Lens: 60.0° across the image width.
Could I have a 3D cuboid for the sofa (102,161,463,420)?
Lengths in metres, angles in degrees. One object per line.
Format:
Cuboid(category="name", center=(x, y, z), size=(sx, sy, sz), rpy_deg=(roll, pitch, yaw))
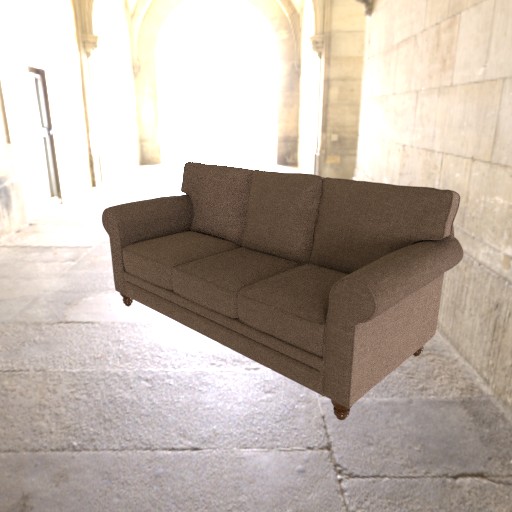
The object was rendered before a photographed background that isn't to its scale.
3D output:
Cuboid(category="sofa", center=(0.000, 0.000, 2.660), size=(2.084, 0.961, 0.916), rpy_deg=(16, 24, 41))
